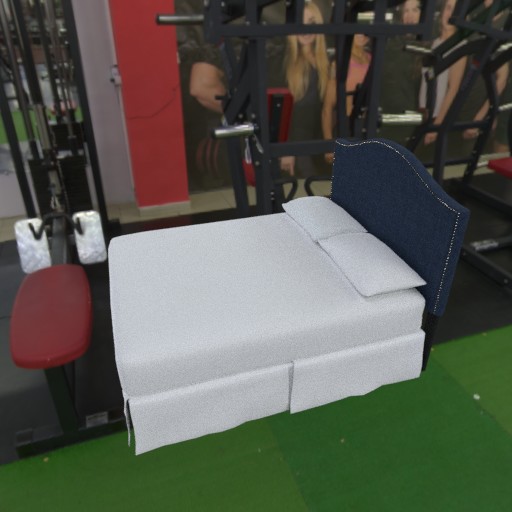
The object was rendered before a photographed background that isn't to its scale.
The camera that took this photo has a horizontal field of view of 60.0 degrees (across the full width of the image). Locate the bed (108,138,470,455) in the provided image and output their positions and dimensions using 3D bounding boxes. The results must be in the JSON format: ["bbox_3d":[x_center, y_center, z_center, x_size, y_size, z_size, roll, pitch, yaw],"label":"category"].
[{"bbox_3d":[0.000,0.000,3.277,2.153,1.518,1.725,-9,31,-15],"label":"bed"}]
